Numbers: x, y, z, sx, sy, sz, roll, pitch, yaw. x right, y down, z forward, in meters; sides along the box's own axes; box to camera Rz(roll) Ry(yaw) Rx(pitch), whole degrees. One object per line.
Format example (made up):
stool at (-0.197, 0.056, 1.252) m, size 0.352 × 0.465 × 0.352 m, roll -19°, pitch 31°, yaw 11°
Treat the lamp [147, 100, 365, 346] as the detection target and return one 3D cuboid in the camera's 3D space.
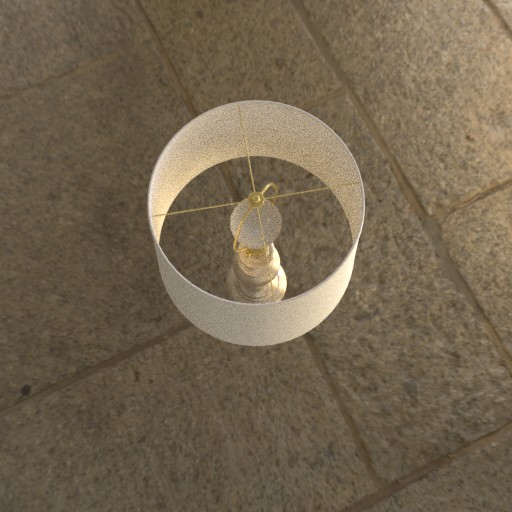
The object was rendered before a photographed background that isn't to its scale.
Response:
lamp at (0.000, 0.000, 0.815) m, size 0.328 × 0.612 × 0.328 m, roll 0°, pitch 77°, yaw 0°
